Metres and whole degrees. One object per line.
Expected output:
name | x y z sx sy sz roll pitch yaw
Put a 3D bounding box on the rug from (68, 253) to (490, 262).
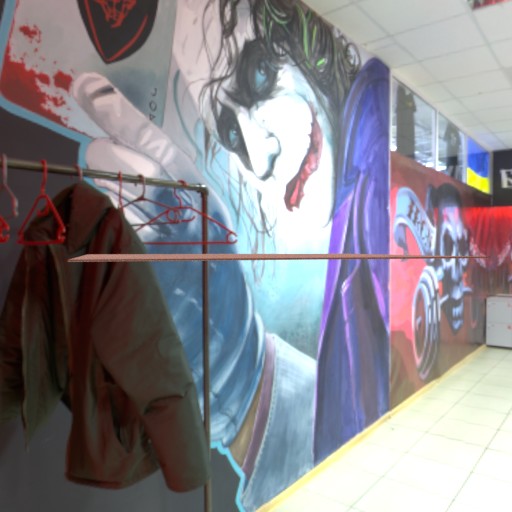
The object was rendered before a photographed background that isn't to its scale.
rug | 0.000 0.000 3.507 2.584 0.011 2.073 0 1 -18
